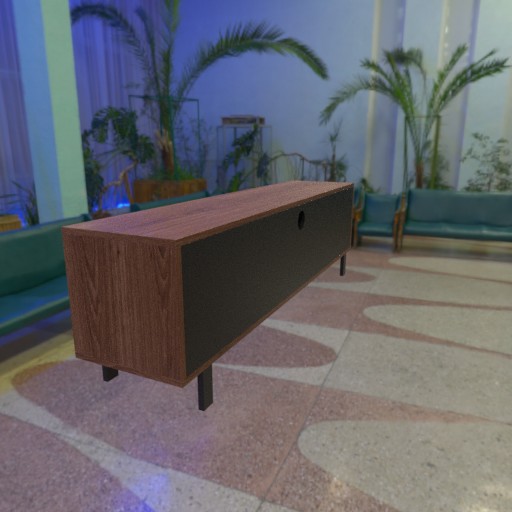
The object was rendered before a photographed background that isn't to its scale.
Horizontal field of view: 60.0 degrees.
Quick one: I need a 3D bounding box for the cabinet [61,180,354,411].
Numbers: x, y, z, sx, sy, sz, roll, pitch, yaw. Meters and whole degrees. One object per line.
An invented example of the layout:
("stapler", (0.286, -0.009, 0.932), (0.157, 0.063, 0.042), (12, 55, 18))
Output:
("cabinet", (0.000, 0.000, 1.877), (0.400, 0.500, 1.650), (7, 16, 25))
